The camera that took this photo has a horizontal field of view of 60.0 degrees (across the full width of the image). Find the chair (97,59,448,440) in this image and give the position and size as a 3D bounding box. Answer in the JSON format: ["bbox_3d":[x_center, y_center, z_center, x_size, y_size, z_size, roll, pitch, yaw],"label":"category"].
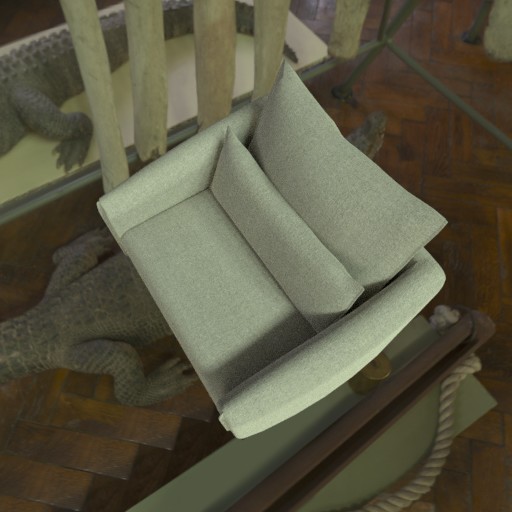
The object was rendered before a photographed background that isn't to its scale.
[{"bbox_3d":[0.000,0.000,1.609,0.801,0.856,1.029,-30,67,-14],"label":"chair"}]
